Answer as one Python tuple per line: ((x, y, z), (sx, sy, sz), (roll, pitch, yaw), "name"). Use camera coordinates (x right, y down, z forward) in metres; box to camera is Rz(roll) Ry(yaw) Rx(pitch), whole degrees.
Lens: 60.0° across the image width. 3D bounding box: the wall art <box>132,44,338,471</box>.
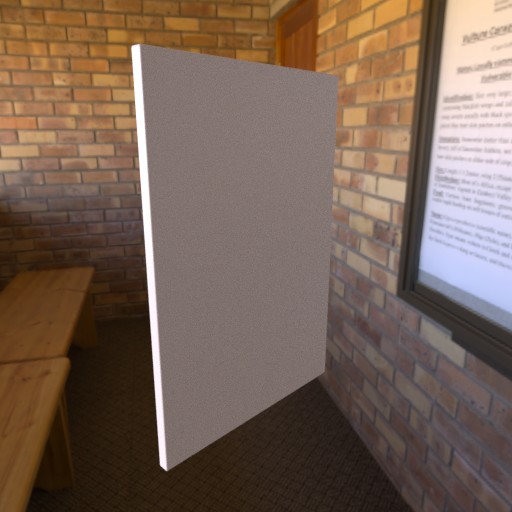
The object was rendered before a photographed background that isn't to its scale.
((0.000, 0.000, 1.469), (0.038, 1.183, 0.808), (15, 21, 42), "wall art")
